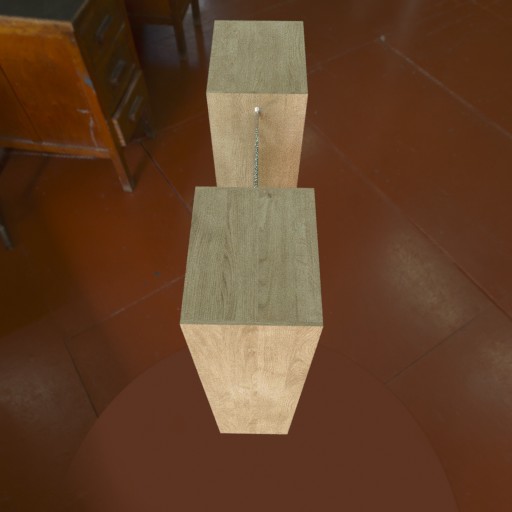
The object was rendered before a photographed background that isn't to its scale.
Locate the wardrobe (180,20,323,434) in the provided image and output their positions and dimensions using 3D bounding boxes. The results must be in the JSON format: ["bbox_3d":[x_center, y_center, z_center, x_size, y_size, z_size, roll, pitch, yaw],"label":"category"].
[{"bbox_3d":[0.000,0.000,2.797,0.480,2.000,1.770,1,59,1],"label":"wardrobe"}]
